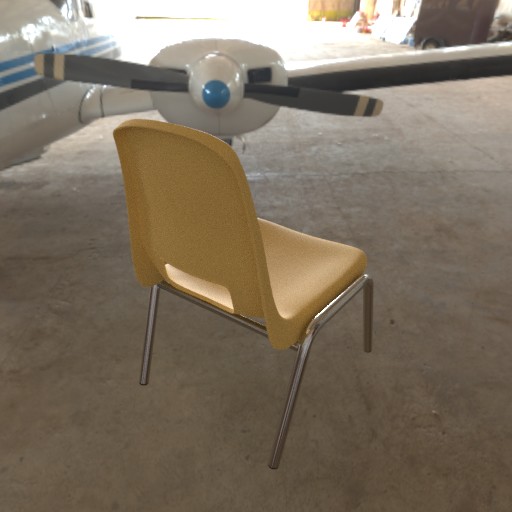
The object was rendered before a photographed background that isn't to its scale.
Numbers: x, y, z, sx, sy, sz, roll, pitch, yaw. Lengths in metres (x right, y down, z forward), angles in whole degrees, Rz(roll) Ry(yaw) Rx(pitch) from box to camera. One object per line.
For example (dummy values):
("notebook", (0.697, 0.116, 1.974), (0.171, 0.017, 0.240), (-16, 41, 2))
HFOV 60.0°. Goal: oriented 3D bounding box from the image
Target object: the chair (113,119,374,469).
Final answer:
("chair", (0.000, 0.000, 0.788), (0.354, 0.536, 0.385), (20, 35, 30))
